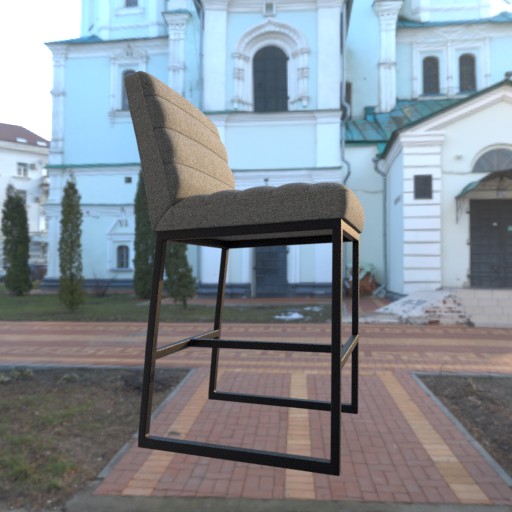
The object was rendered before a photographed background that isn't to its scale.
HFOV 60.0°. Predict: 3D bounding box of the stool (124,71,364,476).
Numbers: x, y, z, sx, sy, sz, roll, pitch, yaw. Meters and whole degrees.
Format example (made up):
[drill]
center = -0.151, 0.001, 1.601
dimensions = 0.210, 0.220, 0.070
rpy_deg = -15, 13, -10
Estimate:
[stool]
center = 0.000, 0.000, 1.228
dimensions = 0.560, 0.940, 0.460
rpy_deg = -1, -2, 18
